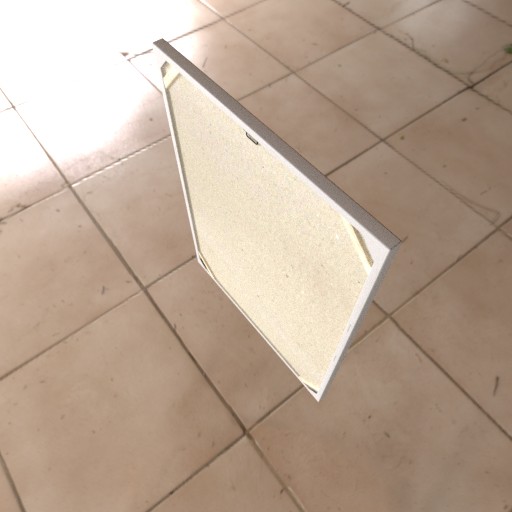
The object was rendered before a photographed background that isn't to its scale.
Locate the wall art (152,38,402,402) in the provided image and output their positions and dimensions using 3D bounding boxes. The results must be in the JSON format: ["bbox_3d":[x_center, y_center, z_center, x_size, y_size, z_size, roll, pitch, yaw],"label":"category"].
[{"bbox_3d":[0.000,0.000,1.604,0.038,1.212,0.914,-34,64,-19],"label":"wall art"}]
